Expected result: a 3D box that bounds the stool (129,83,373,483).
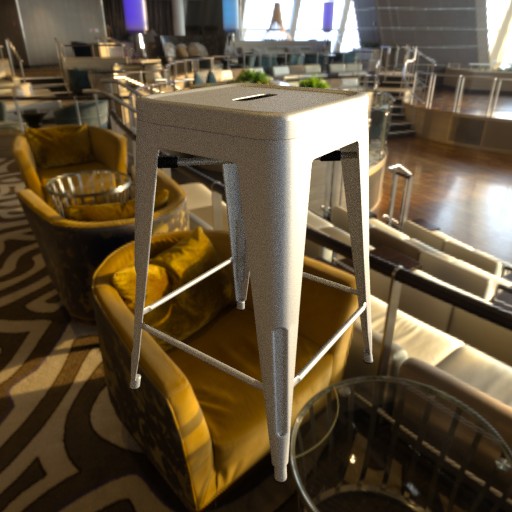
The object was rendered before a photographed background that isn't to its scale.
[{"bbox_3d":[0.000,0.000,0.883,0.406,0.610,0.406,18,32,31],"label":"stool"}]
